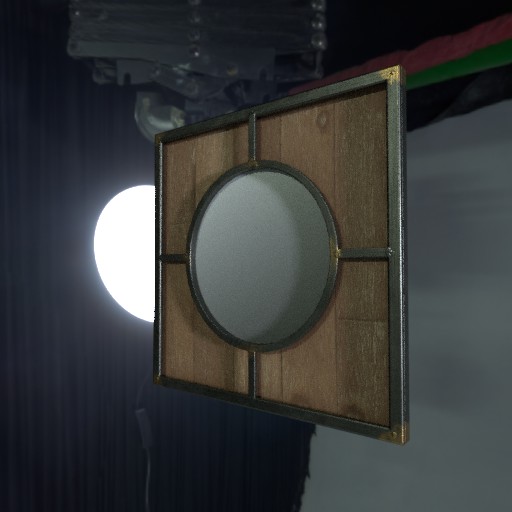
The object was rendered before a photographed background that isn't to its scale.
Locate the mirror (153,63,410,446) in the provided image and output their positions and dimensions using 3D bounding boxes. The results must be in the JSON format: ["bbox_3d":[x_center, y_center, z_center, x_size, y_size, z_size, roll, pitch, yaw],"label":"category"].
[{"bbox_3d":[0.000,0.000,0.565,0.382,0.381,0.020,-1,-2,38],"label":"mirror"}]
